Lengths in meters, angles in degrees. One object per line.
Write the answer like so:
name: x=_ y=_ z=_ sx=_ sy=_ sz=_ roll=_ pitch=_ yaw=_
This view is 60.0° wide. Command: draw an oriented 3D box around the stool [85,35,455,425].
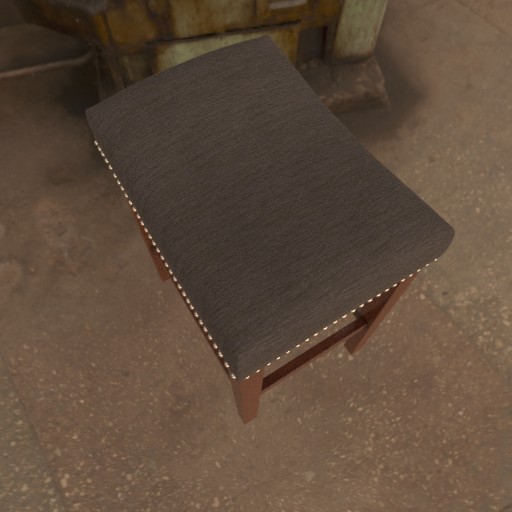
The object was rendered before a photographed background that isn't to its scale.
stool: x=0.000 y=0.000 z=0.934 sx=0.372 sy=0.654 sz=0.504 roll=-29 pitch=66 yaw=-14
